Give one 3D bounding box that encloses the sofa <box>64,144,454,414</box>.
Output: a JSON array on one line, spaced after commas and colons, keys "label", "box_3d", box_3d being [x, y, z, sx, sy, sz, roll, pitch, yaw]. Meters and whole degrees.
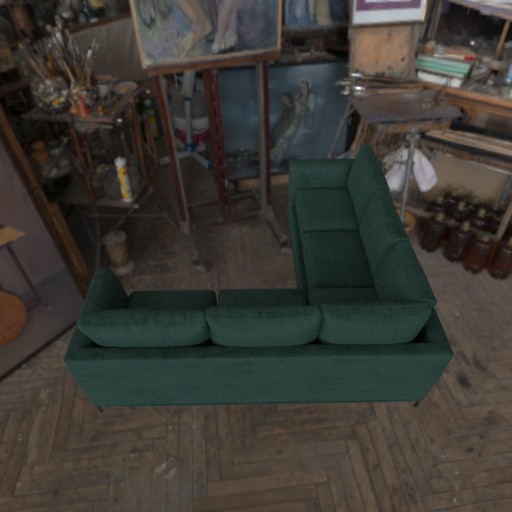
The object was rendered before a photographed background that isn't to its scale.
[{"label": "sofa", "box_3d": [0.000, 0.000, 3.834, 2.452, 1.004, 2.468, -1, 42, -1]}]
